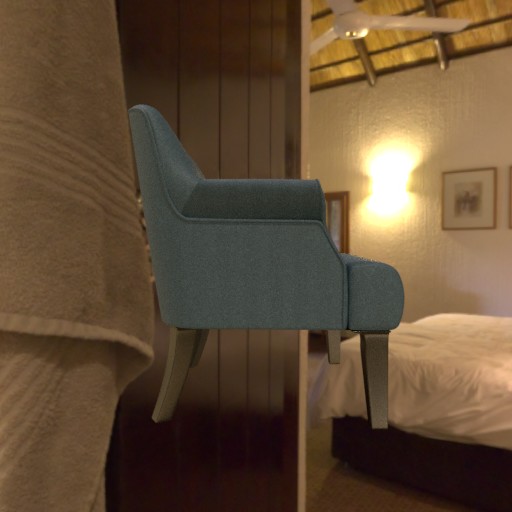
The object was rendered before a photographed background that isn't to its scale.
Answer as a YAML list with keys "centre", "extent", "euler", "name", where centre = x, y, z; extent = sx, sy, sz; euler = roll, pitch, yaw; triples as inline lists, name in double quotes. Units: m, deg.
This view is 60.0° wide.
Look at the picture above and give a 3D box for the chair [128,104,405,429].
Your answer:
- centre: [0.000, 0.000, 1.466]
  extent: [0.754, 0.878, 0.770]
  euler: [0, 1, 0]
  name: "chair"
